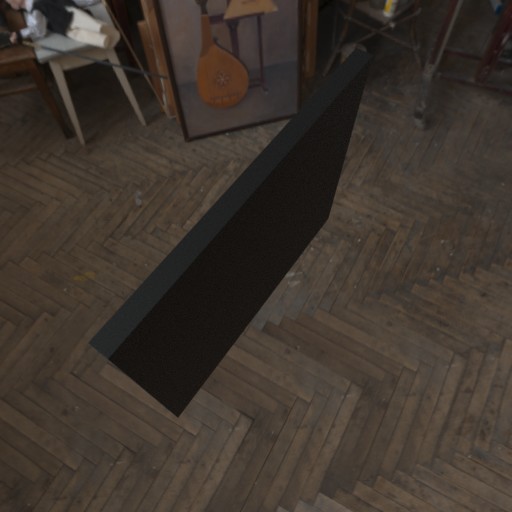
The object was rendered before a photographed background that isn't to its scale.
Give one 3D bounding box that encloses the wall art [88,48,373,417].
[{"bbox_3d":[0.000,0.000,0.762,0.029,0.457,0.558,33,67,15],"label":"wall art"}]
